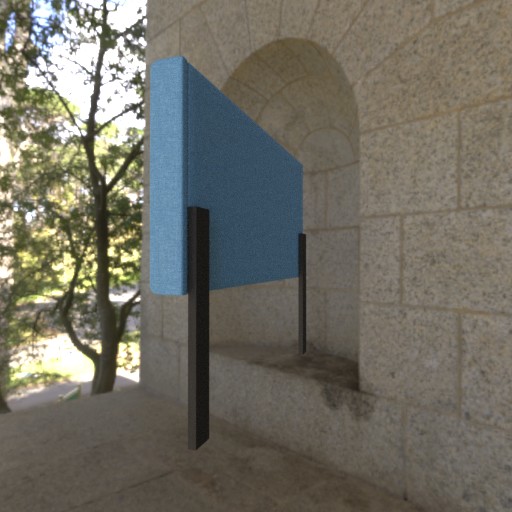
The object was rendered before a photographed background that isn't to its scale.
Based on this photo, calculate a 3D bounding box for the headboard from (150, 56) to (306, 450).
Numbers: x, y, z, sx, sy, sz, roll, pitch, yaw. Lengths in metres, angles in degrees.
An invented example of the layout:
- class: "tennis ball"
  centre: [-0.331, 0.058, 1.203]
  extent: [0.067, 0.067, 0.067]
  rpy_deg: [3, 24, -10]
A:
- class: "headboard"
  centre: [0.000, 0.000, 2.679]
  extent: [0.184, 1.524, 2.051]
  rpy_deg: [0, -1, 19]
